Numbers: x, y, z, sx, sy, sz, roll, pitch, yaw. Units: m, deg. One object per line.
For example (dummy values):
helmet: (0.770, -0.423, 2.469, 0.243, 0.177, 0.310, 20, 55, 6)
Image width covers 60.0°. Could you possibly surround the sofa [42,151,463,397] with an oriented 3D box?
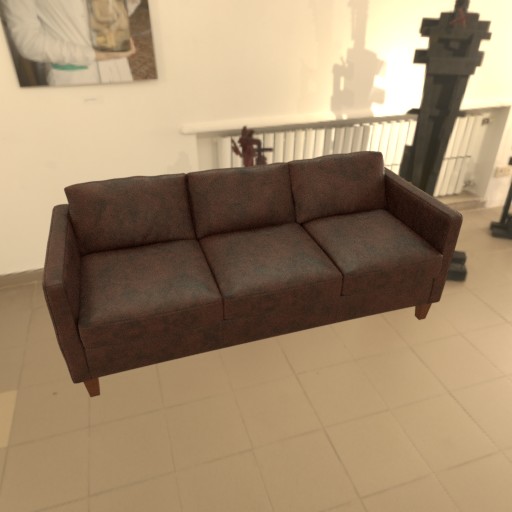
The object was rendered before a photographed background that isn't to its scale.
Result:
sofa: (0.000, 0.000, 2.954, 2.464, 1.006, 1.045, -10, 33, -15)
